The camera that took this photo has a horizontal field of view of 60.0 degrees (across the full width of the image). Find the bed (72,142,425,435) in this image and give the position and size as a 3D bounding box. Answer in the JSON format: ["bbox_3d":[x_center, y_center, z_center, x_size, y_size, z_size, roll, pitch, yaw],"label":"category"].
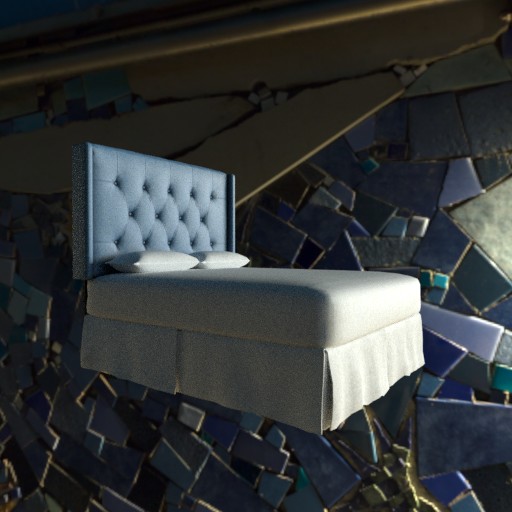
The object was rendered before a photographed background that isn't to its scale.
[{"bbox_3d":[0.000,0.000,3.334,2.078,1.665,1.719,1,1,36],"label":"bed"}]
